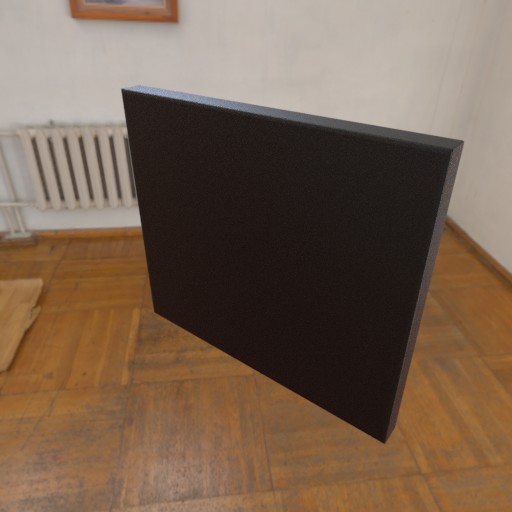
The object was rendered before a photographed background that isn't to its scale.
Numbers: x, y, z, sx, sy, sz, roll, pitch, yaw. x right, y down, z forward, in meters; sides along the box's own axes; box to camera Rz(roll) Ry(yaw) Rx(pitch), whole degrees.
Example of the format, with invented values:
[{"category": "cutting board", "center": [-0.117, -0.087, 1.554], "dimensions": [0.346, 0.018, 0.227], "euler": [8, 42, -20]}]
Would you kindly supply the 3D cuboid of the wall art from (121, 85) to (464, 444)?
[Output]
[{"category": "wall art", "center": [0.000, 0.000, 0.512], "dimensions": [0.380, 0.330, 0.028], "euler": [22, 37, 32]}]
